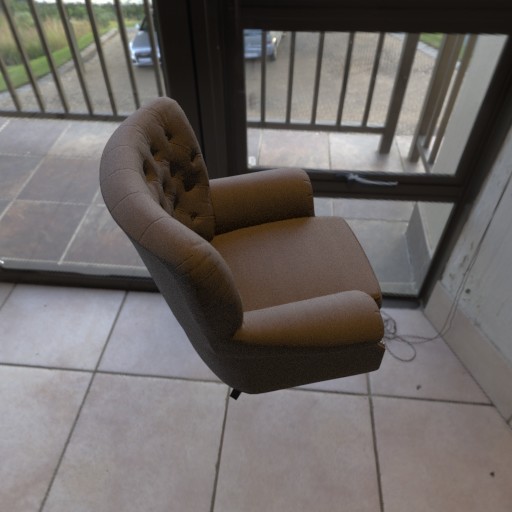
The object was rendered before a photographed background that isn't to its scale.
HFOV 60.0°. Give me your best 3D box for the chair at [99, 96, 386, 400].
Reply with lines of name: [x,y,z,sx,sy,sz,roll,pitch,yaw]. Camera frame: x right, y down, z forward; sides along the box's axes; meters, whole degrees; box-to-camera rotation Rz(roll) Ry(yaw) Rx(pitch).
chair: [0.000,0.000,1.776,0.983,1.046,0.983,-10,47,-9]
